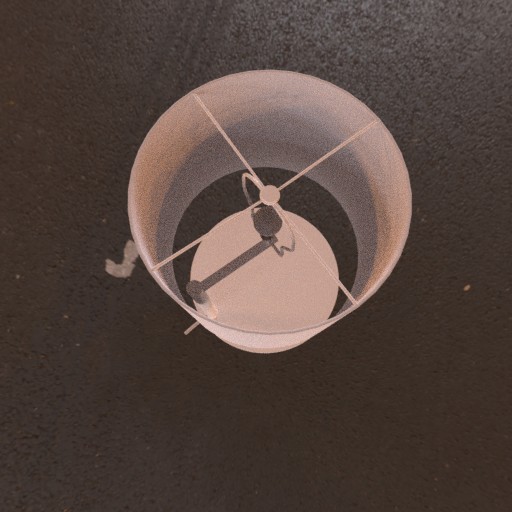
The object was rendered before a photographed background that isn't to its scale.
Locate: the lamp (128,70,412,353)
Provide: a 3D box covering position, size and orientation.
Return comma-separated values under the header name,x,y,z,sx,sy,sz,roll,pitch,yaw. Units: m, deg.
name,x,y,z,sx,sy,sz,roll,pitch,yaw
lamp,0.000,0.000,0.683,0.341,0.454,0.299,-34,78,-9
